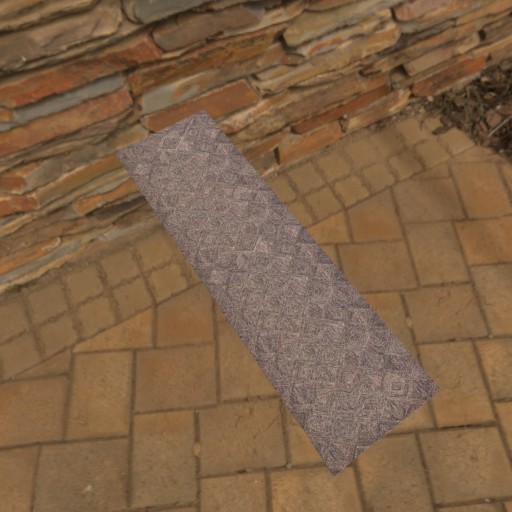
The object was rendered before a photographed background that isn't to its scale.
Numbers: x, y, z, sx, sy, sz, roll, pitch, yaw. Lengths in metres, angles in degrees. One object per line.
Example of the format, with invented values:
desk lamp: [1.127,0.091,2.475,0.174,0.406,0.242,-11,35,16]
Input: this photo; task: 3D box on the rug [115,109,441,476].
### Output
rug: [0.000,0.000,2.559,0.691,0.011,2.296,-31,67,-15]
